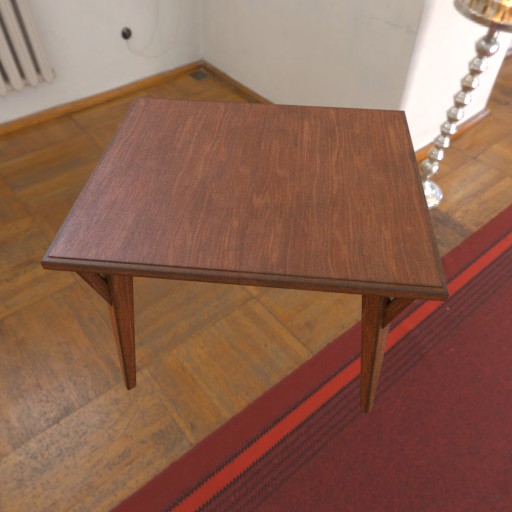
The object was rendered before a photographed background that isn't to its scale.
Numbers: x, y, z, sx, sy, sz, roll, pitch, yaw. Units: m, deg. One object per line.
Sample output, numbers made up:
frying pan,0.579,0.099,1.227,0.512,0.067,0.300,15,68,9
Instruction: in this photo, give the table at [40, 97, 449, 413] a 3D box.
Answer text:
table,0.000,0.000,1.621,0.991,0.761,0.838,4,47,4
